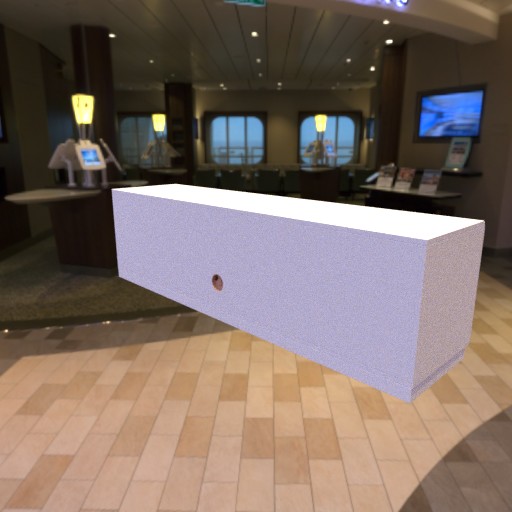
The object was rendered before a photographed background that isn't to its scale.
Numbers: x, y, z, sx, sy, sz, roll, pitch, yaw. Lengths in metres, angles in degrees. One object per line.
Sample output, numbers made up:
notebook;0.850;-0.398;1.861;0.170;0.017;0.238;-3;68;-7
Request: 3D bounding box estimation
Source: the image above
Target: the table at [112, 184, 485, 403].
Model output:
table;0.000;0.000;1.760;0.400;0.440;1.550;-14;20;-43
